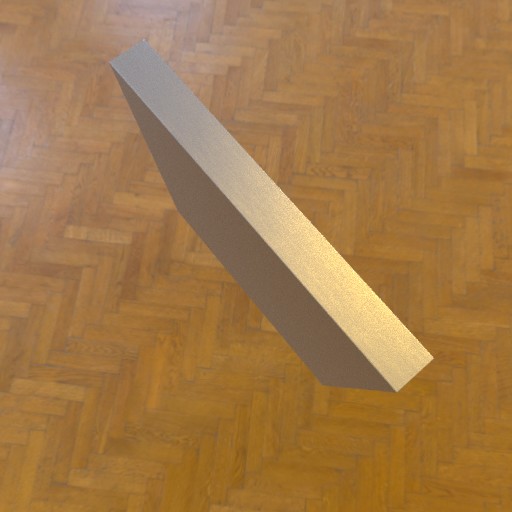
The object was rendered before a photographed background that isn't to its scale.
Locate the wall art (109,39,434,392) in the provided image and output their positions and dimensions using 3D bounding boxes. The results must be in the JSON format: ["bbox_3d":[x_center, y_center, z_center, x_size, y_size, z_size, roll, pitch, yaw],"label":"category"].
[{"bbox_3d":[0.000,0.000,0.514,0.038,0.350,0.350,-39,78,-10],"label":"wall art"}]
